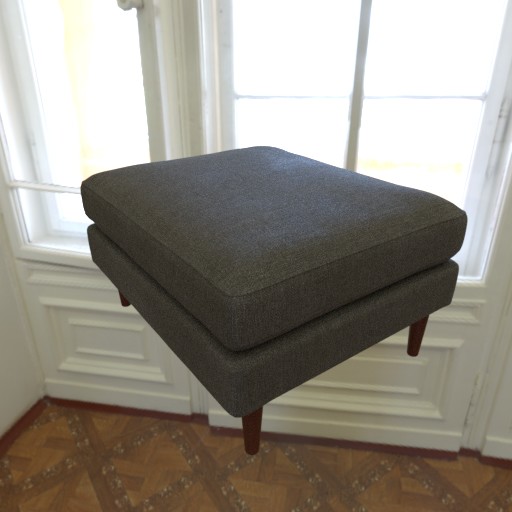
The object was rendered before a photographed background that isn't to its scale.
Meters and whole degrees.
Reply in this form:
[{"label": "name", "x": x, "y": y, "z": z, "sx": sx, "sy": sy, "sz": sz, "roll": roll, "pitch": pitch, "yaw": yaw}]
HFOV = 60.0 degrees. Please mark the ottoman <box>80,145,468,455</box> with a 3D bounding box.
[{"label": "ottoman", "x": 0.000, "y": 0.000, "z": 1.237, "sx": 0.693, "sy": 0.474, "sz": 0.821, "roll": -18, "pitch": 31, "yaw": -32}]
